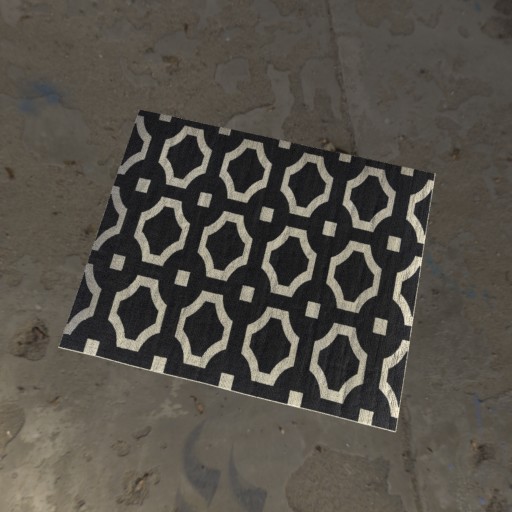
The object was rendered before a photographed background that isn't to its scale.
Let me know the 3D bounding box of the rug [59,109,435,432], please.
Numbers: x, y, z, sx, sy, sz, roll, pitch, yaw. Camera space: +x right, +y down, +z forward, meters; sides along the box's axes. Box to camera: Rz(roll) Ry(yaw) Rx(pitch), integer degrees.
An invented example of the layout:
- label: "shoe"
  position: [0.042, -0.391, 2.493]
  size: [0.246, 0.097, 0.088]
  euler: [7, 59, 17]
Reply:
- label: "rug"
  position: [0.000, 0.000, 4.166]
  size: [3.049, 0.021, 2.466]
  euler: [13, 76, 3]
